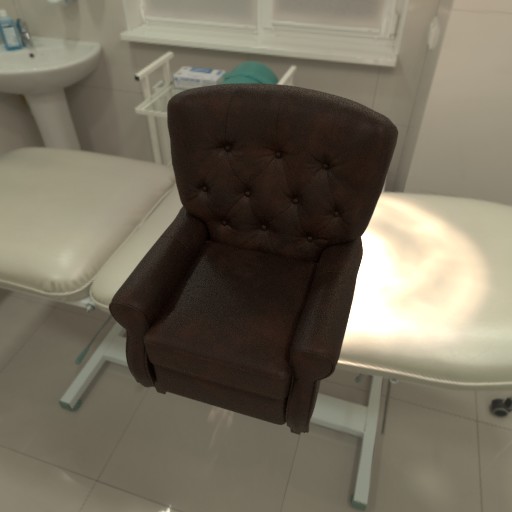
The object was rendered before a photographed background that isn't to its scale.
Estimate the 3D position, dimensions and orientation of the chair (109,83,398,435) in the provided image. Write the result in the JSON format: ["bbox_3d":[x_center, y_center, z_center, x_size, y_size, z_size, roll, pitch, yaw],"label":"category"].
[{"bbox_3d":[0.000,0.000,1.911,0.948,1.158,1.058,12,43,13],"label":"chair"}]
